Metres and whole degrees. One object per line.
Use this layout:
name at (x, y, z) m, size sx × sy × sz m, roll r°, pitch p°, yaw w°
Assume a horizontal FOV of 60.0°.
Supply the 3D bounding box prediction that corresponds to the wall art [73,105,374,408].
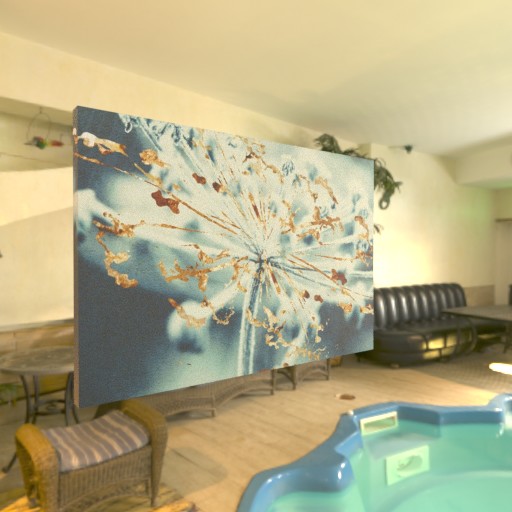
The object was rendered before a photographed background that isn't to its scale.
wall art at (0.000, 0.000, 1.174) m, size 0.912 × 0.608 × 0.038 m, roll 0°, pitch 1°, yaw -36°
